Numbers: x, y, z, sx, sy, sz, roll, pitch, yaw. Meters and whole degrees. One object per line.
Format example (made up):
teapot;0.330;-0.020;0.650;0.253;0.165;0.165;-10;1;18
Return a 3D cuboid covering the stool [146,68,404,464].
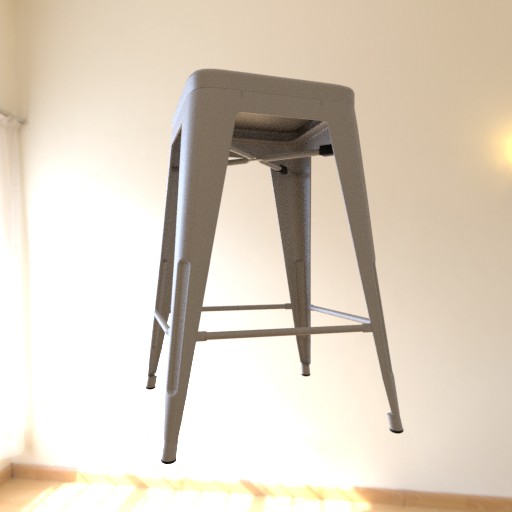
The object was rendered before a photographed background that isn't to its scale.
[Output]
stool;0.000;0.000;0.893;0.410;0.608;0.410;0;-1;-17
